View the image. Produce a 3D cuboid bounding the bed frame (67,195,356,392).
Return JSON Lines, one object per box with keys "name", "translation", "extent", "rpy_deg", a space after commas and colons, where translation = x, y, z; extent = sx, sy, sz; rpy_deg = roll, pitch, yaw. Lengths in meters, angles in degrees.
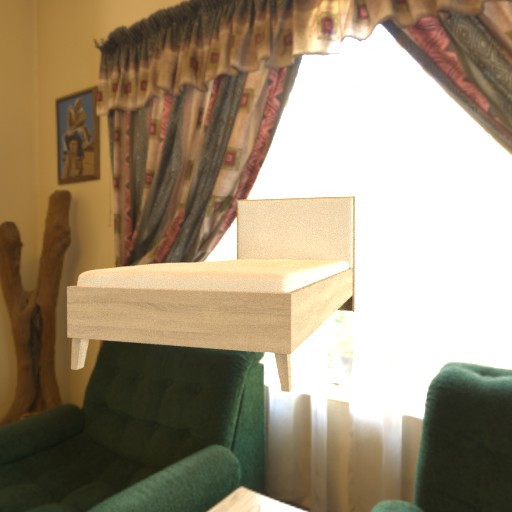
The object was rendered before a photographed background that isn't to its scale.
{"name": "bed frame", "translation": [0.000, 0.000, 2.706], "extent": [0.990, 0.920, 2.140], "rpy_deg": [0, 1, 18]}
